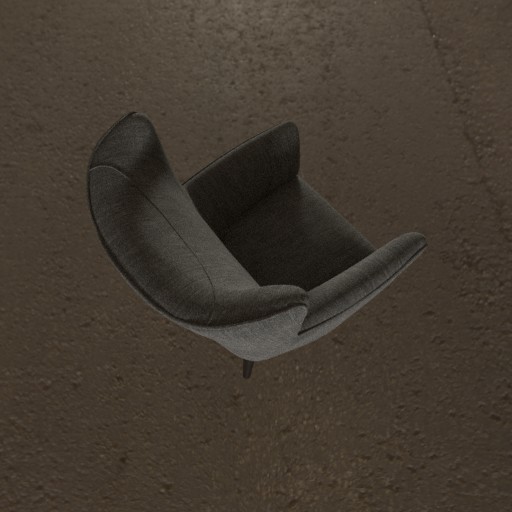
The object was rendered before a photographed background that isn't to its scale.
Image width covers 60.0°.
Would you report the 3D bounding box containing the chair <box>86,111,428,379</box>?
[{"bbox_3d":[0.000,0.000,1.574,0.888,0.933,0.781,-33,64,-18],"label":"chair"}]
